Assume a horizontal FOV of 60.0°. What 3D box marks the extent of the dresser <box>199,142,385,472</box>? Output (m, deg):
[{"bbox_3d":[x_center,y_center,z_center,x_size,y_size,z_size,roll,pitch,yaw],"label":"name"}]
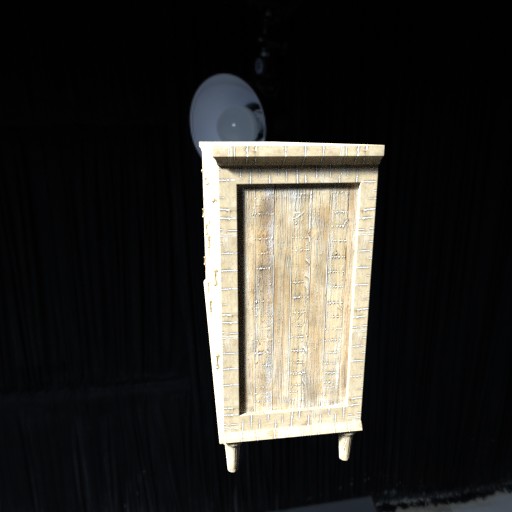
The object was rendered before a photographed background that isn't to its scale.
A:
[{"bbox_3d":[0.000,0.000,2.055,0.457,1.016,1.626,-2,15,-8],"label":"dresser"}]
